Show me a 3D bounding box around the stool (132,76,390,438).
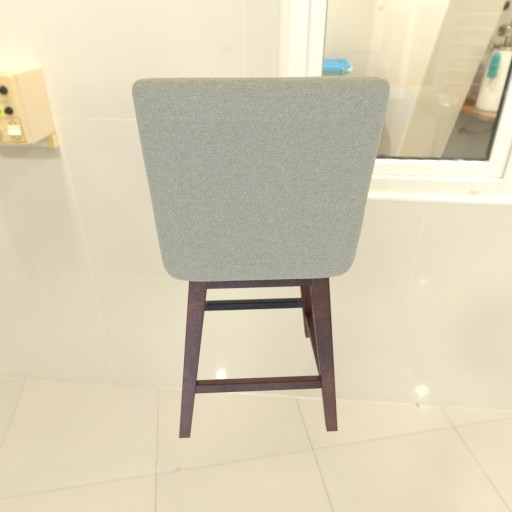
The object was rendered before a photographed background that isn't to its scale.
[{"bbox_3d":[0.000,0.000,1.215,0.469,0.991,0.559,-2,30,-3],"label":"stool"}]
